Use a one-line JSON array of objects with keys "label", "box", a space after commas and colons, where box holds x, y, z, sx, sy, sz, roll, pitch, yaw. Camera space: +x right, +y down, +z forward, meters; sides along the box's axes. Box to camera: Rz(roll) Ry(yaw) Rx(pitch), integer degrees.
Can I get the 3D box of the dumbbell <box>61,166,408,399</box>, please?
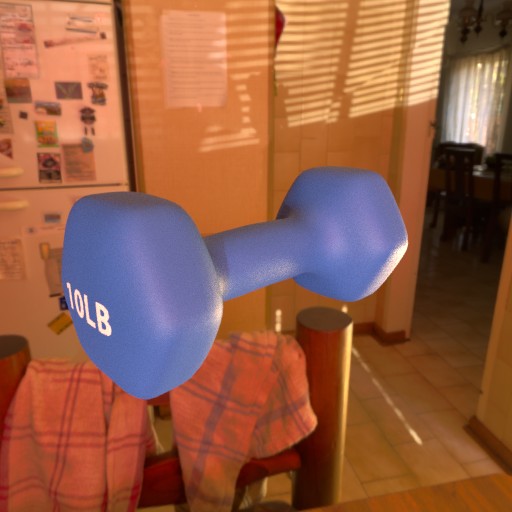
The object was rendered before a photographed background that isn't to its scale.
[{"label": "dumbbell", "box": [0.000, 0.000, 0.268, 0.212, 0.093, 0.103, -16, 23, -40]}]
